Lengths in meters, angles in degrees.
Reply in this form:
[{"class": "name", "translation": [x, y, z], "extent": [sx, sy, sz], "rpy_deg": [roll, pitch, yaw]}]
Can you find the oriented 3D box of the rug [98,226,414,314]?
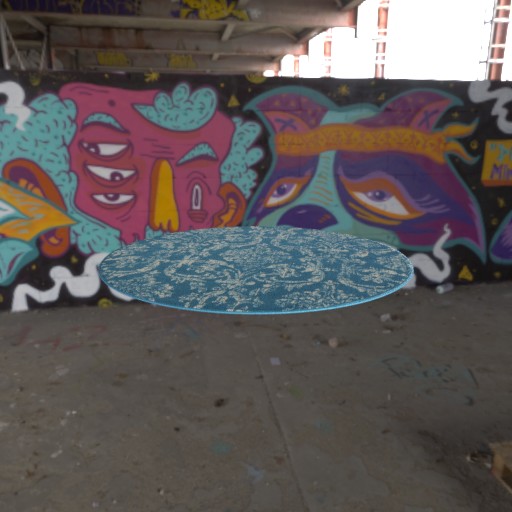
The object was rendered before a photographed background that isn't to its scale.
[{"class": "rug", "translation": [0.000, 0.000, 2.367], "extent": [1.593, 0.012, 1.593], "rpy_deg": [0, 15, 0]}]
